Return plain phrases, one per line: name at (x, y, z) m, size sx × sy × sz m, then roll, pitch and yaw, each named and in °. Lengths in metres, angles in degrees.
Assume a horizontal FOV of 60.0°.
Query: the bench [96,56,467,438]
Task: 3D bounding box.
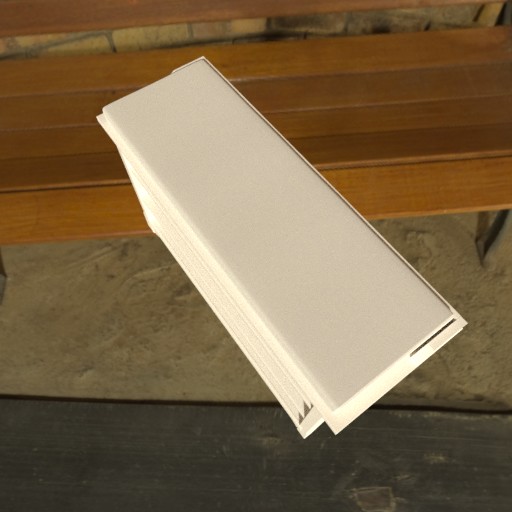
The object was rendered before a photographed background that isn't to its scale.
bench at (0.000, 0.000, 1.277) m, size 0.346 × 0.589 × 0.987 m, roll -33°, pitch 67°, yaw -16°
